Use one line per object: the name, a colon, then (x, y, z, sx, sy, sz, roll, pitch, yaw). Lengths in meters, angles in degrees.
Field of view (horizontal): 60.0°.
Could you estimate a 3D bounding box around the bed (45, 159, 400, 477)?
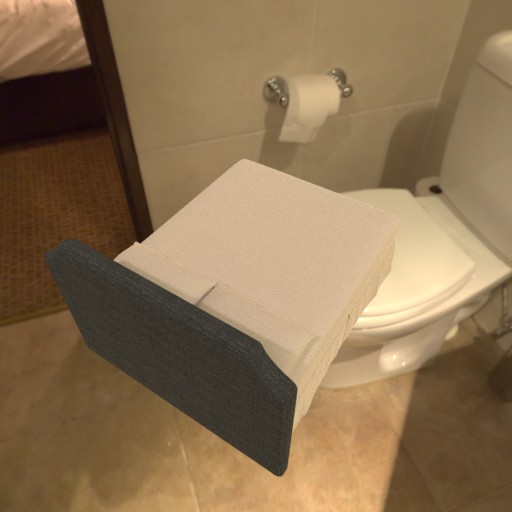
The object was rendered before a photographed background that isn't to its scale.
bed: (0.000, 0.000, 3.413, 1.828, 1.297, 2.208, 25, 51, 22)
